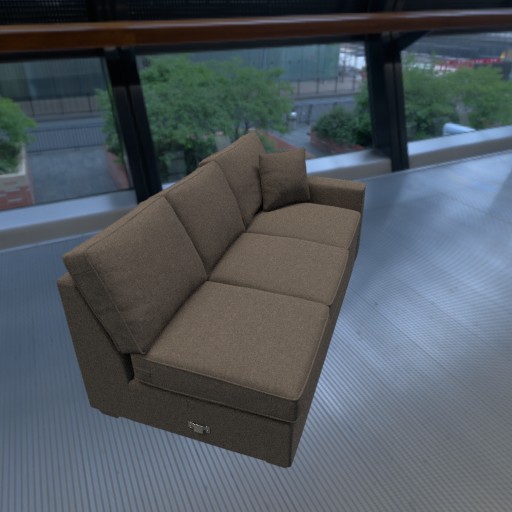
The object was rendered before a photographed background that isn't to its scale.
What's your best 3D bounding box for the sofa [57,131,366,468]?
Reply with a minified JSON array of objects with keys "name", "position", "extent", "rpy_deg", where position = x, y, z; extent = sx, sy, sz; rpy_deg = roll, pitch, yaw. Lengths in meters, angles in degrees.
[{"name":"sofa","position":[0.000,0.000,2.550],"extent":[1.034,0.946,1.963],"rpy_deg":[10,31,17]}]
